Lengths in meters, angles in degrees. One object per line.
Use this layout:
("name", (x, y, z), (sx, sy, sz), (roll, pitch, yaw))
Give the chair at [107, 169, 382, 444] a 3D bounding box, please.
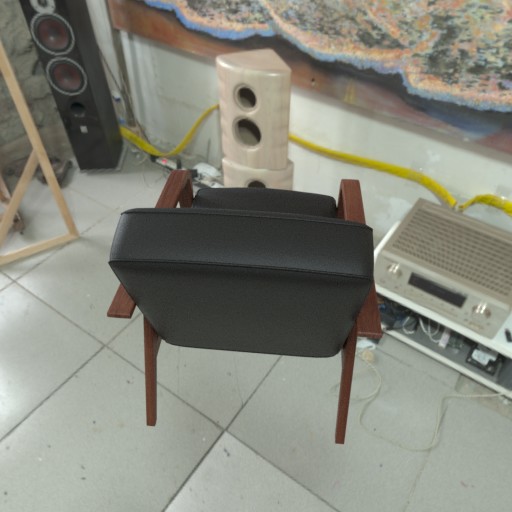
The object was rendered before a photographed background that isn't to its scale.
("chair", (0.000, 0.000, 1.527), (0.719, 0.861, 0.889), (4, 46, 4))
